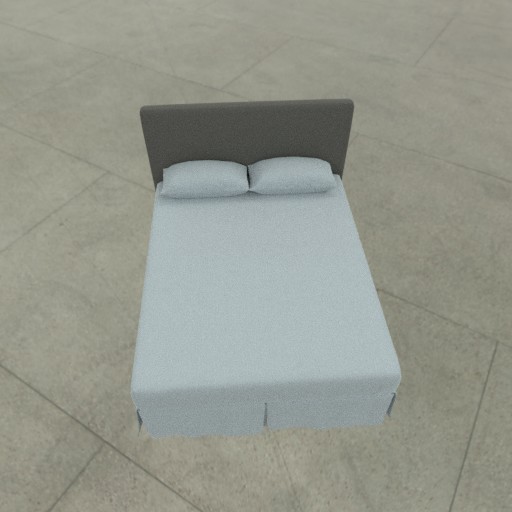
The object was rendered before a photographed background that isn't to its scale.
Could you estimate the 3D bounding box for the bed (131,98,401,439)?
[{"bbox_3d":[0.000,0.000,3.260,1.748,1.330,2.142,-3,48,-3],"label":"bed"}]
